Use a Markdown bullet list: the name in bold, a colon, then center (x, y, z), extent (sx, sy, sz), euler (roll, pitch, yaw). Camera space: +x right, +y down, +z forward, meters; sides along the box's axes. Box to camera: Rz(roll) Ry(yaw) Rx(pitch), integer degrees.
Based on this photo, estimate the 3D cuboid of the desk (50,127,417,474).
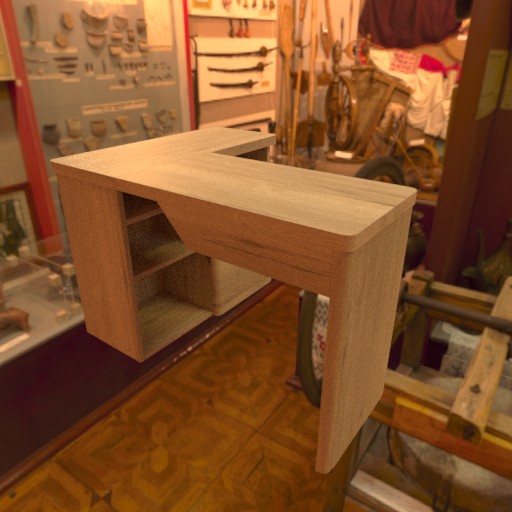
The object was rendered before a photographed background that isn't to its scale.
- **desk**: center (0.000, 0.000, 1.737), extent (1.169, 0.760, 0.900), euler (18, 31, 32)
